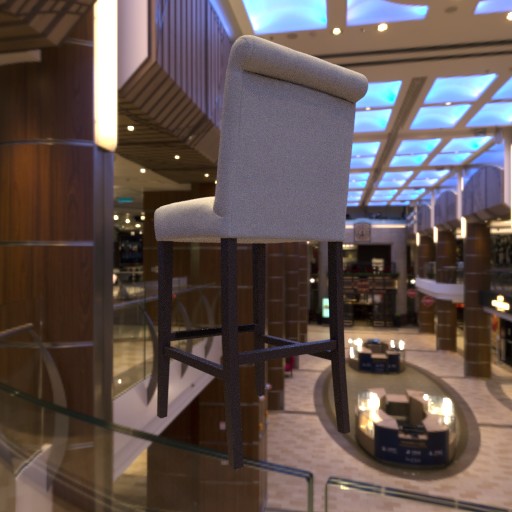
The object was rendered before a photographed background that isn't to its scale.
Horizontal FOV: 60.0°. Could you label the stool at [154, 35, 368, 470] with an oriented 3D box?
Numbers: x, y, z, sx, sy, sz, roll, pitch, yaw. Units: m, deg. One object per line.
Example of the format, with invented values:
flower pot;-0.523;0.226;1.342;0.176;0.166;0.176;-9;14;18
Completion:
stool;0.000;0.000;1.471;0.493;1.140;0.601;0;0;-35
